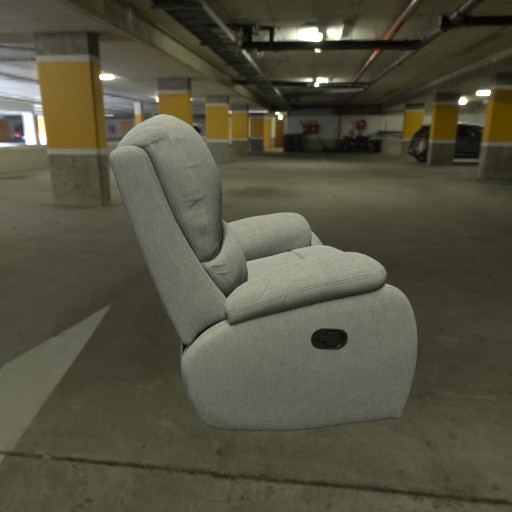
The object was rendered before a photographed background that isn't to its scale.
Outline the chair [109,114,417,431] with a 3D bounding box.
[{"bbox_3d":[0.000,0.000,1.671,0.899,1.011,0.930,-3,16,-11],"label":"chair"}]
